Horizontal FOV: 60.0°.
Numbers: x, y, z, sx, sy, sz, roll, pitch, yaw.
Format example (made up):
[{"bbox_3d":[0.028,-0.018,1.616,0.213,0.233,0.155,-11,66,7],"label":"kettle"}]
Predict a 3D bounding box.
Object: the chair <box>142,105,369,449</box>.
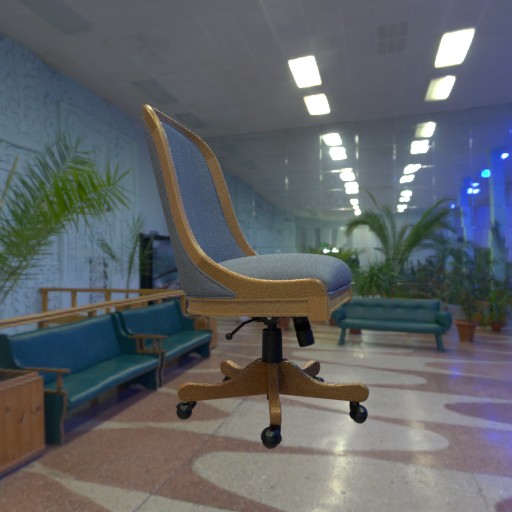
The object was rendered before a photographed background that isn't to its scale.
[{"bbox_3d":[0.000,0.000,1.489,0.735,1.031,0.605,0,-1,18],"label":"chair"}]
